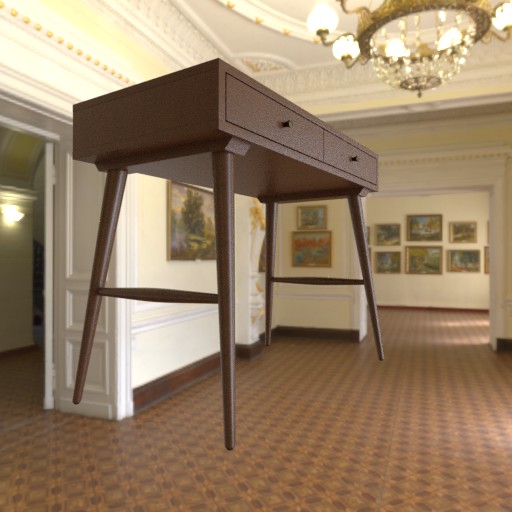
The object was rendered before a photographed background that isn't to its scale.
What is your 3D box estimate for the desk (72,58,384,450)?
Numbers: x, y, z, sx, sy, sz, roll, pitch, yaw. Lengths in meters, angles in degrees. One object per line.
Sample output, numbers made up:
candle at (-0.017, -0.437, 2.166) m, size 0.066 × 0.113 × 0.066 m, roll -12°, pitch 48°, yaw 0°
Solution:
desk at (0.000, 0.000, 1.376) m, size 0.510 × 0.758 × 0.949 m, roll 0°, pitch -1°, yaw 34°
